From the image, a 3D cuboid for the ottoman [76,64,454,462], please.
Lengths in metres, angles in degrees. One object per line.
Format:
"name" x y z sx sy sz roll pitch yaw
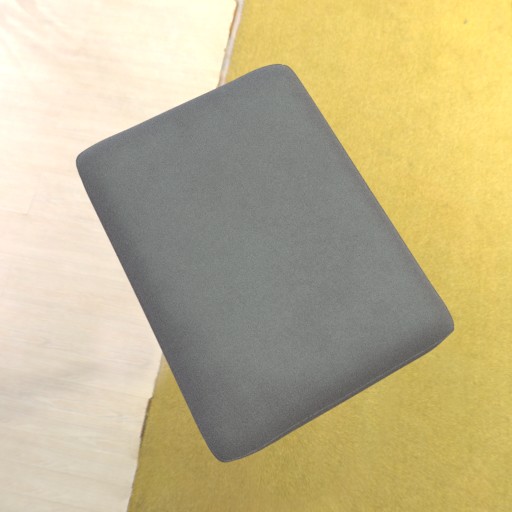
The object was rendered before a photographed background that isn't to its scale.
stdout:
"ottoman" 0.000 0.000 1.164 0.608 0.449 0.811 -27 77 -7
